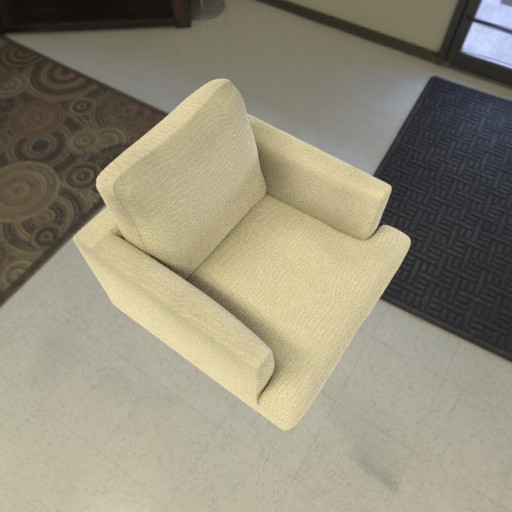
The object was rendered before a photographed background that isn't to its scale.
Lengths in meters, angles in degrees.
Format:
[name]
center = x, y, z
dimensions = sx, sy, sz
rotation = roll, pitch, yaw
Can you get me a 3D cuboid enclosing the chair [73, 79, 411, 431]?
[chair]
center = 0.000, 0.000, 1.651
dimensions = 0.899, 0.957, 0.858
rotation = 32, 63, 18
